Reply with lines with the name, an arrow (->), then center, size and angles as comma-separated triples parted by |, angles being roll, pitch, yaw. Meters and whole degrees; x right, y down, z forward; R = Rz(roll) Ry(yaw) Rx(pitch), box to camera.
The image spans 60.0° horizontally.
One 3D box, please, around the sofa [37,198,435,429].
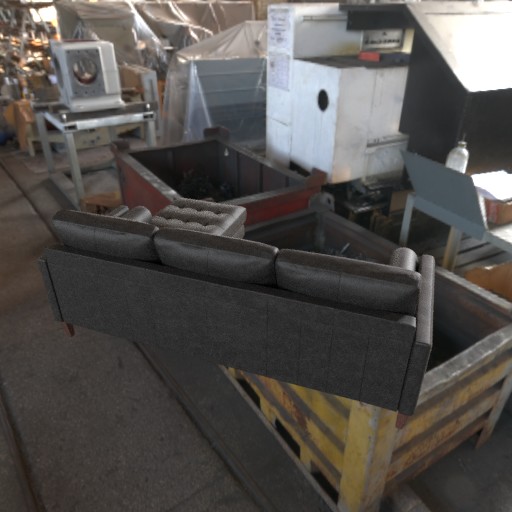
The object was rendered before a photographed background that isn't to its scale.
sofa -> 0.000, 0.000, 2.926 | 2.178, 0.876, 1.497 | 10, 32, 17
